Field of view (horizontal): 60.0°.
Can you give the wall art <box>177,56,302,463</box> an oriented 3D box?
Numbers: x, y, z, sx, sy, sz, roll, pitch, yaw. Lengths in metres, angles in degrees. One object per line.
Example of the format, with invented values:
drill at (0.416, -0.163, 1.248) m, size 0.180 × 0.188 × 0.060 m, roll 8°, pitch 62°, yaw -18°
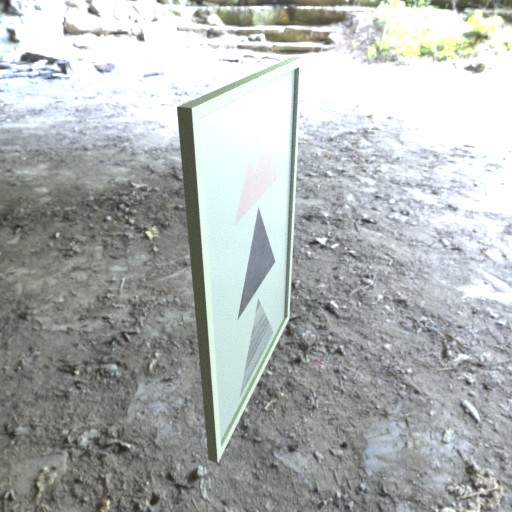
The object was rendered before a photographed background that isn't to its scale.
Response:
wall art at (0.000, 0.000, 0.566) m, size 0.013 × 0.433 × 0.303 m, roll 11°, pitch 33°, yaw 18°
